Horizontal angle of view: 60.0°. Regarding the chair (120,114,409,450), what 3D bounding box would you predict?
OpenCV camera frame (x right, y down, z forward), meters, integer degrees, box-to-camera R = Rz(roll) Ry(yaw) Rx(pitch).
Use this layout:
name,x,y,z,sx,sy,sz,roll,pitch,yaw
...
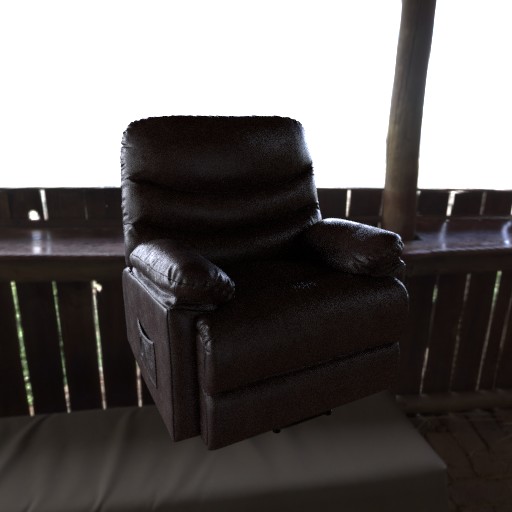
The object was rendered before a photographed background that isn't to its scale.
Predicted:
name,x,y,z,sx,sy,sz,roll,pitch,yaw
chair,0.000,0.000,1.705,0.940,1.041,0.879,-9,19,-26
